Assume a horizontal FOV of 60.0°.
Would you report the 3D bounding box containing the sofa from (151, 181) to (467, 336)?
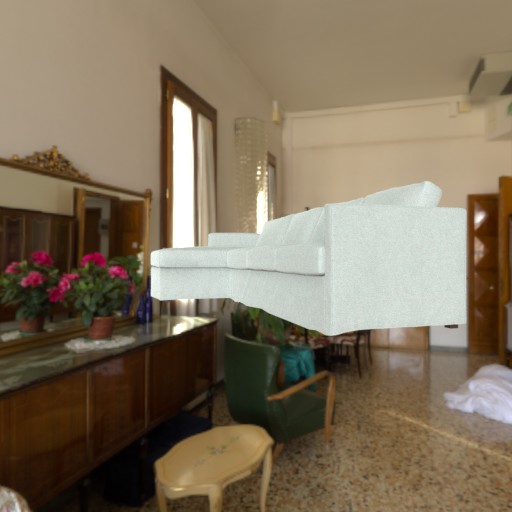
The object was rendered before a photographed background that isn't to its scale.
[{"bbox_3d":[0.000,0.000,3.925,1.650,0.922,3.205,0,0,-18],"label":"sofa"}]
